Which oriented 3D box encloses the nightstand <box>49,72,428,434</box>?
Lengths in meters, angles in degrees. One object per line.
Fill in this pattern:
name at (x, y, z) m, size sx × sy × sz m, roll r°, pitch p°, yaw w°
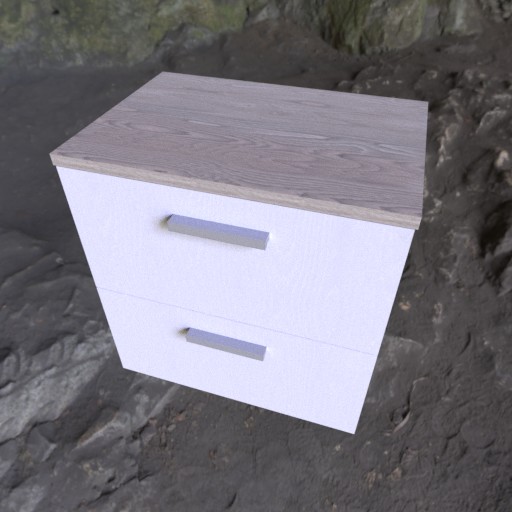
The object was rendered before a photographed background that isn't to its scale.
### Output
nightstand at (0.000, 0.000, 0.752) m, size 0.442 × 0.461 × 0.325 m, roll 12°, pitch 42°, yaw 13°
